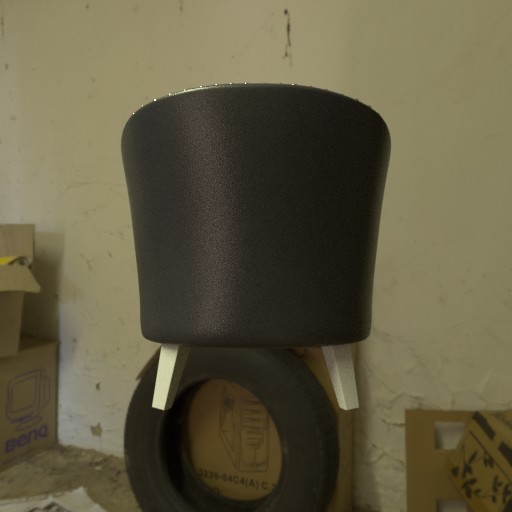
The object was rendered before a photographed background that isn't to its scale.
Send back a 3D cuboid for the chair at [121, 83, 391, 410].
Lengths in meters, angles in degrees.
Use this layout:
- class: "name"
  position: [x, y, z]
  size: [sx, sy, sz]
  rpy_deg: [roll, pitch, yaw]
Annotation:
- class: "chair"
  position: [0.000, 0.000, 1.401]
  size: [0.794, 0.823, 0.748]
  rpy_deg: [0, 1, 0]
